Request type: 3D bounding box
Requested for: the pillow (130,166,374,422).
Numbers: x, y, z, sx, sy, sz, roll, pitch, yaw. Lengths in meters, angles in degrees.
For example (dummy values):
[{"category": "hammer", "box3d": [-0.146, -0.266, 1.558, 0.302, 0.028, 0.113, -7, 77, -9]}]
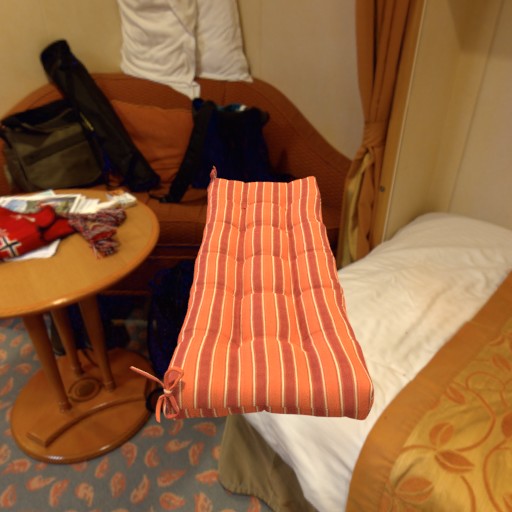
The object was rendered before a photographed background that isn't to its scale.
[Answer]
[{"category": "pillow", "box3d": [0.000, 0.000, 1.389, 0.511, 0.174, 1.194, 0, 32, 0]}]
